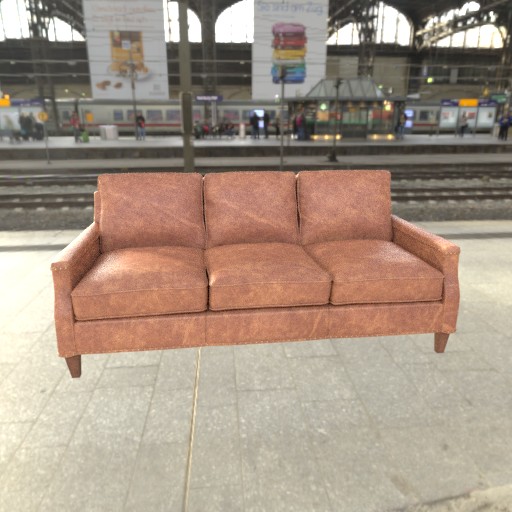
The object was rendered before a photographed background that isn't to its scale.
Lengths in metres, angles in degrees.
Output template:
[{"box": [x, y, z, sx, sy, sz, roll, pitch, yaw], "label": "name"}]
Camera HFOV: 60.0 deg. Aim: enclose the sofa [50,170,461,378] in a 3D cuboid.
[{"box": [0.000, 0.000, 2.851, 2.246, 1.003, 1.084, -2, 17, -7], "label": "sofa"}]
